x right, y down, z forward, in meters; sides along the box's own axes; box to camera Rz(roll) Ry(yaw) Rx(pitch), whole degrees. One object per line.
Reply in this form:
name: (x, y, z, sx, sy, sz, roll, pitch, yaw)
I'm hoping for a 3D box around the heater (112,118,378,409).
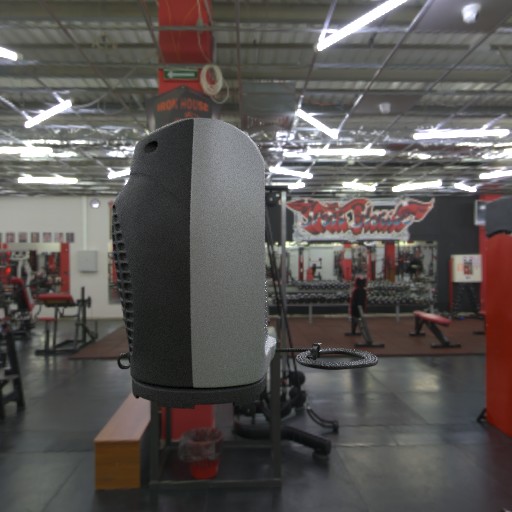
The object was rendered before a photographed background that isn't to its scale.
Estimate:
heater: (0.000, 0.000, 0.469, 0.291, 0.255, 0.239, 0, 0, 1)
